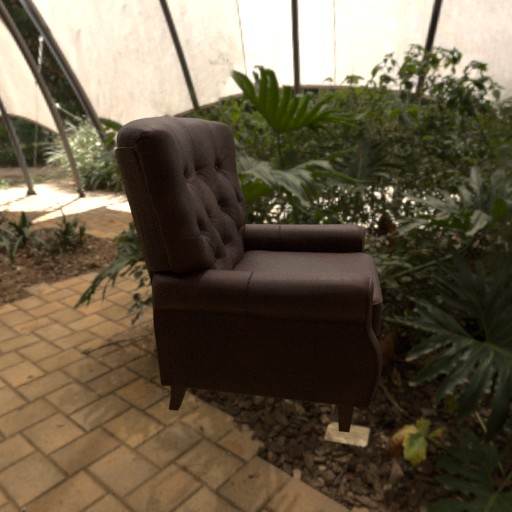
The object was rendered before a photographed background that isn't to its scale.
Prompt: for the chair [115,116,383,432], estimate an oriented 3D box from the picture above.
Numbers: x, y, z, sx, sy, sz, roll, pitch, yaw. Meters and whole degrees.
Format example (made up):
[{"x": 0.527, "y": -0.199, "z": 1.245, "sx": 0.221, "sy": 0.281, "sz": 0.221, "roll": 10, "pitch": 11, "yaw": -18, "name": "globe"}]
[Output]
[{"x": 0.000, "y": 0.000, "z": 1.929, "sx": 1.058, "sy": 1.158, "sz": 0.948, "roll": 3, "pitch": 18, "yaw": 10, "name": "chair"}]
